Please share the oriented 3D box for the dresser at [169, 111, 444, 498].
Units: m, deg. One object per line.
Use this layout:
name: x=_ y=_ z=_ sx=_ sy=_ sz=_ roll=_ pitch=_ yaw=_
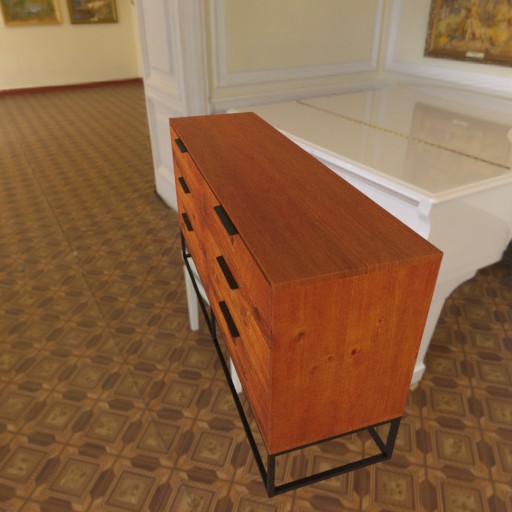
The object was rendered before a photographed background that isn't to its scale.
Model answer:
dresser: x=0.000 y=0.000 z=1.853 sx=0.464 sy=0.810 sz=1.536 roll=-9 pitch=32 yaw=-15
